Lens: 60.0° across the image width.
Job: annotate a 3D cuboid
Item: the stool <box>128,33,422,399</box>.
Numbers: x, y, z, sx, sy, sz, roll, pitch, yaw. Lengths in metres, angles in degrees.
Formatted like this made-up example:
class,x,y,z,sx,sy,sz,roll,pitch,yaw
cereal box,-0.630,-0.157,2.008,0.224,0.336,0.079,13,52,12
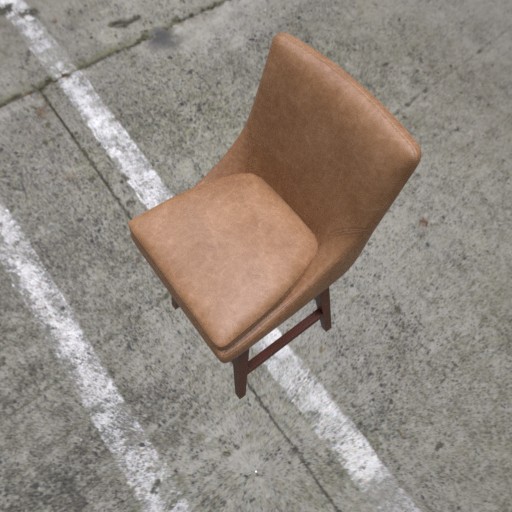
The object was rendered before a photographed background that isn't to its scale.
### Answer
class,x,y,z,sx,sy,sz,roll,pitch,yaw
stool,0.000,0.000,1.378,0.572,1.079,0.487,-34,69,-15
